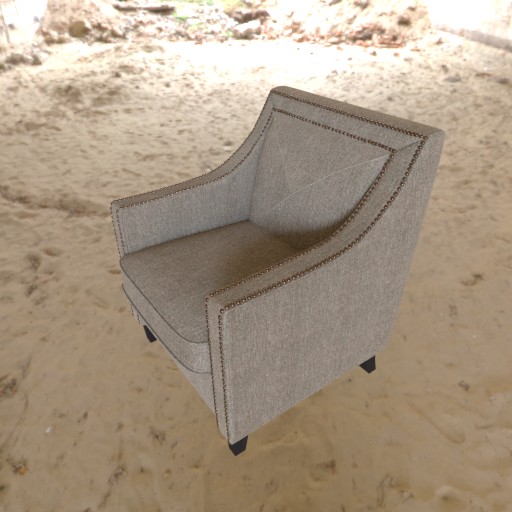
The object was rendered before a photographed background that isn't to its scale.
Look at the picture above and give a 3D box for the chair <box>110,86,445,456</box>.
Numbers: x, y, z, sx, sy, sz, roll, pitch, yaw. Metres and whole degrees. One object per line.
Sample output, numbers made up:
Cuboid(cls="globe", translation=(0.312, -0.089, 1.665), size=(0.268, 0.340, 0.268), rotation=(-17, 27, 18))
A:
Cuboid(cls="chair", translation=(0.000, 0.000, 1.615), size=(0.884, 0.967, 0.776), rotation=(-21, 38, -30))
